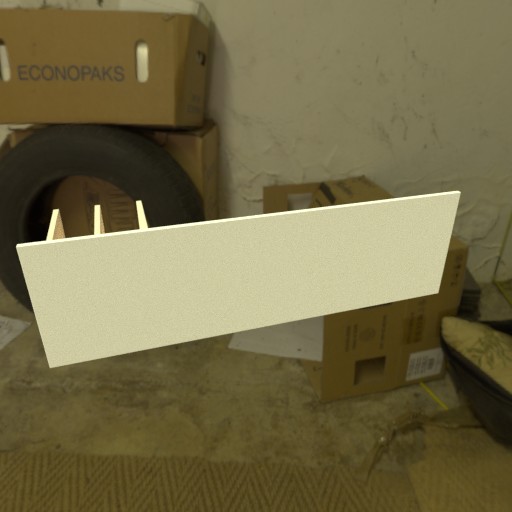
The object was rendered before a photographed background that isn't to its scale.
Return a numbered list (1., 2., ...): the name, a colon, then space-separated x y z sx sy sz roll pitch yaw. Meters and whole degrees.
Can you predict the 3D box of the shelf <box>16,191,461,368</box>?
1. shelf: 0.000 0.000 1.133 1.020 0.300 0.200 -8 29 -16
